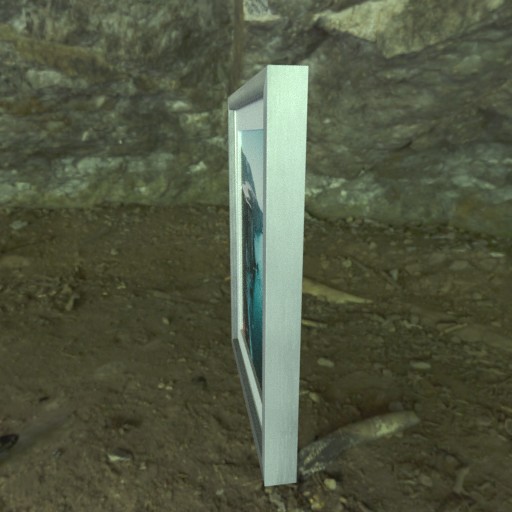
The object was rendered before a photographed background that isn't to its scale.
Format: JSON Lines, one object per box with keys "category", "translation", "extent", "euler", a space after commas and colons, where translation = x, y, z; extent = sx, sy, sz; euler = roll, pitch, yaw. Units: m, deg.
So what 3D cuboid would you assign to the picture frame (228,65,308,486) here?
{"category": "picture frame", "translation": [0.000, 0.000, 0.774], "extent": [0.046, 0.555, 0.449], "euler": [-2, 16, -9]}
